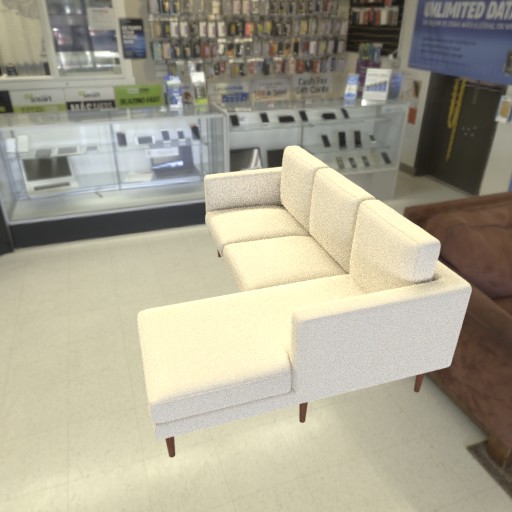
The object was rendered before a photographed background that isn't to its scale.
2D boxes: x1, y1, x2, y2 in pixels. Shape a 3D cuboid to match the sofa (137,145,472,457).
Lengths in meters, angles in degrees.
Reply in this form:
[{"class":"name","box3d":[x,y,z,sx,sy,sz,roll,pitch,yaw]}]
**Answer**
[{"class":"sofa","box3d":[0.000,0.000,2.868,1.580,0.899,2.029,-9,30,-15]}]
